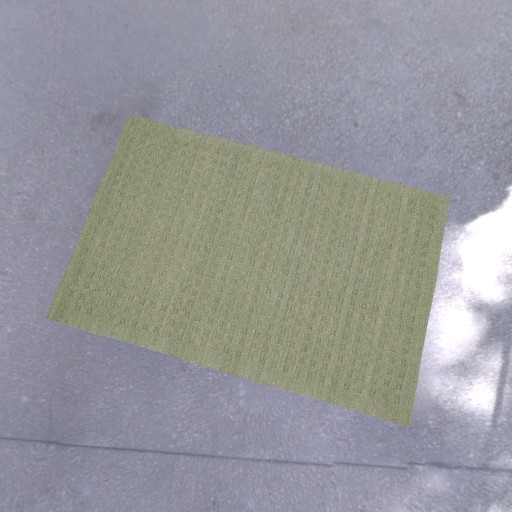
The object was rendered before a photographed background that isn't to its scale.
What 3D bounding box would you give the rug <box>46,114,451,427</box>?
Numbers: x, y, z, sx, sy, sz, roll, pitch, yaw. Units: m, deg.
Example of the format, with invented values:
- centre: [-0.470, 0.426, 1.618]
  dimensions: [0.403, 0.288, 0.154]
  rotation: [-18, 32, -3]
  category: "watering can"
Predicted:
- centre: [0.000, 0.000, 2.177]
  dimensions: [1.747, 0.006, 1.143]
  rotation: [15, 75, 4]
  category: "rug"
